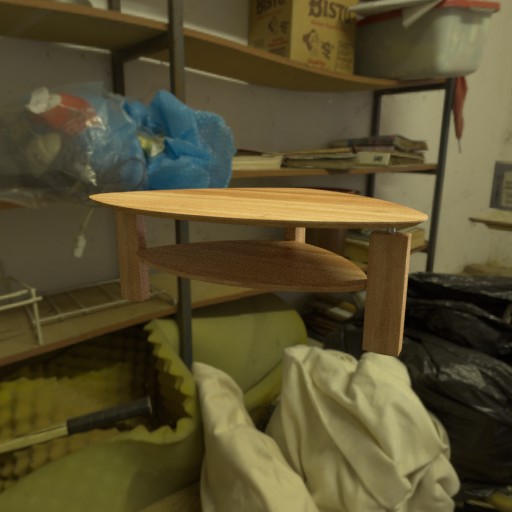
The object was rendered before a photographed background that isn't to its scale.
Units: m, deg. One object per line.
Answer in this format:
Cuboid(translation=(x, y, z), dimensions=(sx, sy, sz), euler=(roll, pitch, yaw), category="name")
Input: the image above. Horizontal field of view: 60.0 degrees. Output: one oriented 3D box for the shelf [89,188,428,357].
Cuboid(translation=(0.000, 0.000, 1.684), dimensions=(1.240, 0.439, 0.863), euler=(8, 16, 27), category="shelf")
